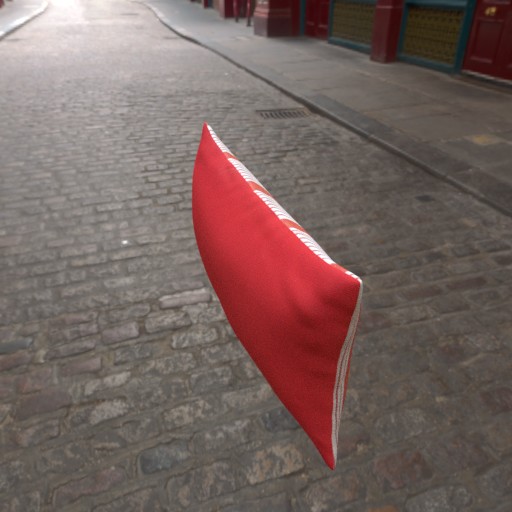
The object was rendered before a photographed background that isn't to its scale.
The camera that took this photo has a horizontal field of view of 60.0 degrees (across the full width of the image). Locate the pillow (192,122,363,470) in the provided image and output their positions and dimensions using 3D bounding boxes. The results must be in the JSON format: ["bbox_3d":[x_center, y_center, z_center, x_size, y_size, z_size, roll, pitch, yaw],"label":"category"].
[{"bbox_3d":[0.000,0.000,0.734,0.151,0.297,0.608,-10,33,-16],"label":"pillow"}]
